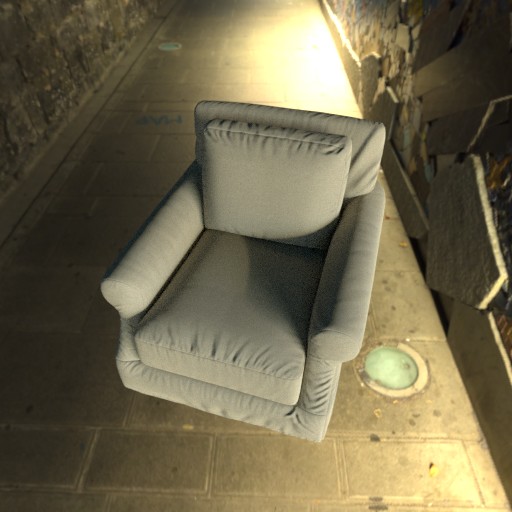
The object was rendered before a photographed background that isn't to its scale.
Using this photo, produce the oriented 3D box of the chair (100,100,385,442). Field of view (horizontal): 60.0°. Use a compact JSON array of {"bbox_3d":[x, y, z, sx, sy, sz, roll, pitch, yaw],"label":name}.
[{"bbox_3d":[0.000,0.000,1.807,0.940,0.866,1.066,11,42,13],"label":"chair"}]
